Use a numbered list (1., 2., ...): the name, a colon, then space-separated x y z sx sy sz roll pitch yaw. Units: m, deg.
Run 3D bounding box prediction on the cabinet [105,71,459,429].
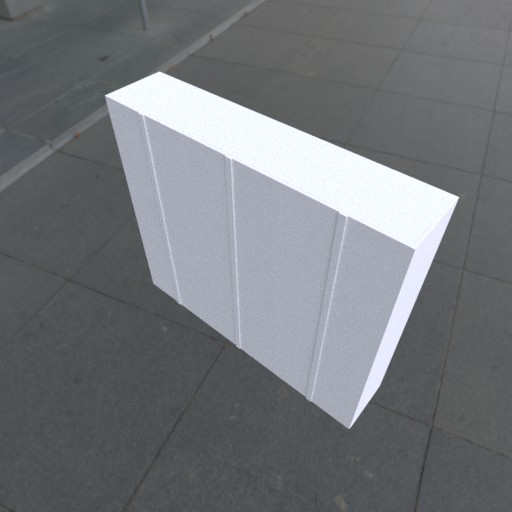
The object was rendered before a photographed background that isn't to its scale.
1. cabinet: 0.000 0.000 3.969 2.700 2.370 0.590 31 54 26
